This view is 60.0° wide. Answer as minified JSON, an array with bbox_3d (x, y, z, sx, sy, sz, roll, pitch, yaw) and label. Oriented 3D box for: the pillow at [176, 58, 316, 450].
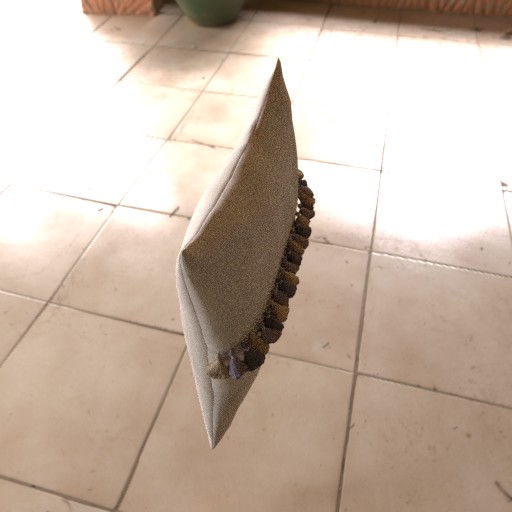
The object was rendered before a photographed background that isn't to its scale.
[{"bbox_3d":[0.000,0.000,0.747,0.165,0.481,0.489,10,47,10],"label":"pillow"}]
